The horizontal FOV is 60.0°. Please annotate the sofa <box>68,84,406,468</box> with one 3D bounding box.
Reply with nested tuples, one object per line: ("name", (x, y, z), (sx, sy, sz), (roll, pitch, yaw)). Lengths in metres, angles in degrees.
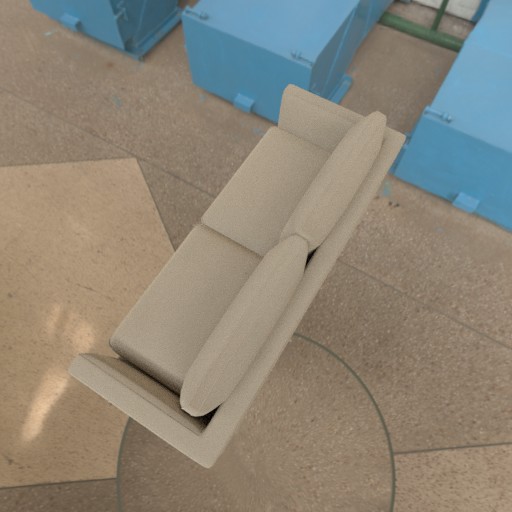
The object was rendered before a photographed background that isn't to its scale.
("sofa", (0.000, 0.000, 2.679), (0.868, 1.005, 2.214), (29, 68, 13))
